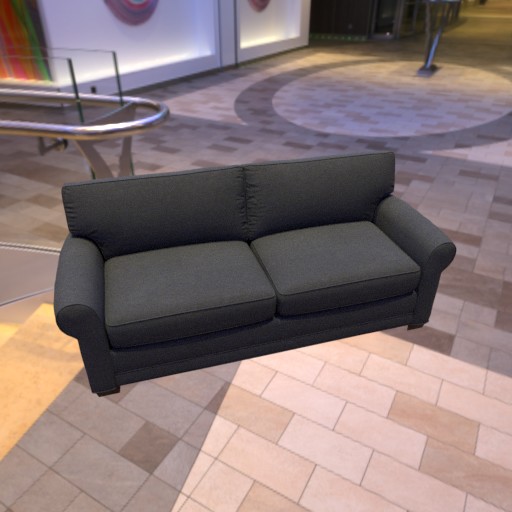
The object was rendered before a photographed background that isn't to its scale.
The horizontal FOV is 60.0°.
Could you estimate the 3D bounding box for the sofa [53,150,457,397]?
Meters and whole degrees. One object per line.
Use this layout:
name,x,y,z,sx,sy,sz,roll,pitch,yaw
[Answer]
sofa,0.000,0.000,2.888,2.391,1.026,0.954,-9,33,-14
